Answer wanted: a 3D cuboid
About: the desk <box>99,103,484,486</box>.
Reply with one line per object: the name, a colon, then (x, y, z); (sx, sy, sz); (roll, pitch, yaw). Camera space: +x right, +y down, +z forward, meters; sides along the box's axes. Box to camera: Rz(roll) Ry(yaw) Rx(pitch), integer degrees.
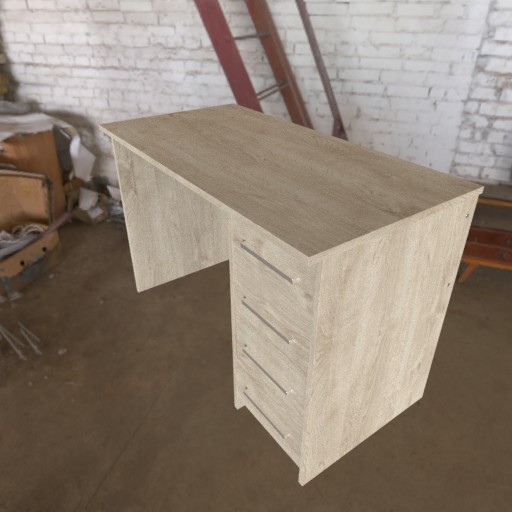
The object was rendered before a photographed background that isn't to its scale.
desk: (0.000, 0.000, 1.490); (0.560, 0.730, 1.096); (-21, 37, -30)
